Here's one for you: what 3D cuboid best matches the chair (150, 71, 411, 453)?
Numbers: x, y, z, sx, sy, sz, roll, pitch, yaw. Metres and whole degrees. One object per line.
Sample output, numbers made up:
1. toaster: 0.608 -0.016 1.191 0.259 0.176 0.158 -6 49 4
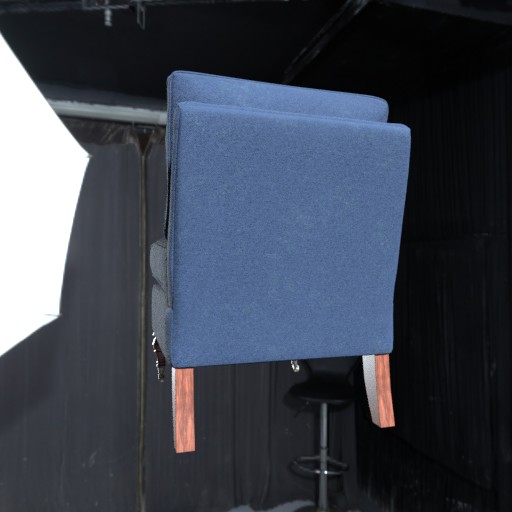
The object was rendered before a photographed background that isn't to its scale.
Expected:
1. chair: 0.000 0.000 1.622 0.724 1.052 0.912 0 -1 -17
